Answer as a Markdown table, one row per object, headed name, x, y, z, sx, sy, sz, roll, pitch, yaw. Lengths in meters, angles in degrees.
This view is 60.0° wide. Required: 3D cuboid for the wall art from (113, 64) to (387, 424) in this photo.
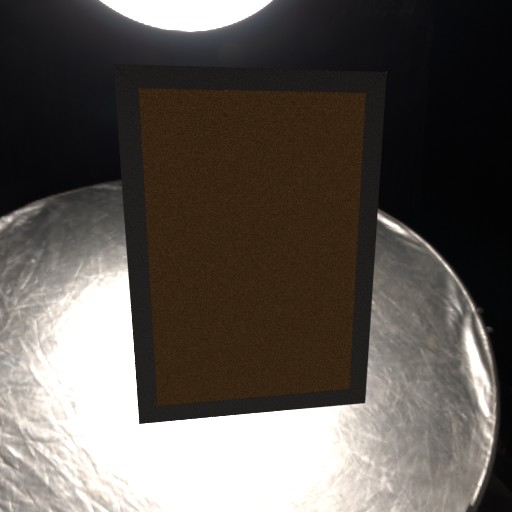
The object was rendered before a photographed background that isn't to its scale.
| name | x | y | z | sx | sy | sz | roll | pitch | yaw |
| --- | --- | --- | --- | --- | --- | --- | --- | --- | --- |
| wall art | 0.000 | 0.000 | 0.677 | 0.380 | 0.534 | 0.013 | -2 | 14 | -9 |
